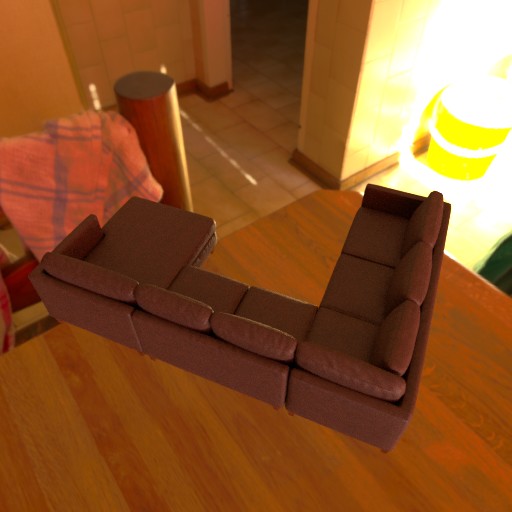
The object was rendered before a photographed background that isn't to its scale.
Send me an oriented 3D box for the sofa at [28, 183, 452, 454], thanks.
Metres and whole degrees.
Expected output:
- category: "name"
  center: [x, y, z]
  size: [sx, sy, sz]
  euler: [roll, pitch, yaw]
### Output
- category: "sofa"
  center: [0.000, 0.000, 4.535]
  size: [3.460, 0.923, 2.593]
  euler: [17, 50, 15]
